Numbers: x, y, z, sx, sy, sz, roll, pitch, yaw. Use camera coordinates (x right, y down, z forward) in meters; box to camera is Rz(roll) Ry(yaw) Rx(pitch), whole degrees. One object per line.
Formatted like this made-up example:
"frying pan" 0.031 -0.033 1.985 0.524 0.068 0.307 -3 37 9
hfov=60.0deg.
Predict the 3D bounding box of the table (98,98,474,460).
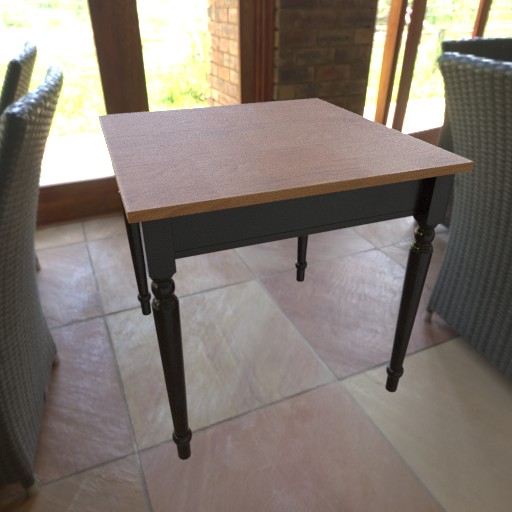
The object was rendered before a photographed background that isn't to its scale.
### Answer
"table" 0.000 0.000 1.350 0.747 0.738 0.747 -11 32 -18
